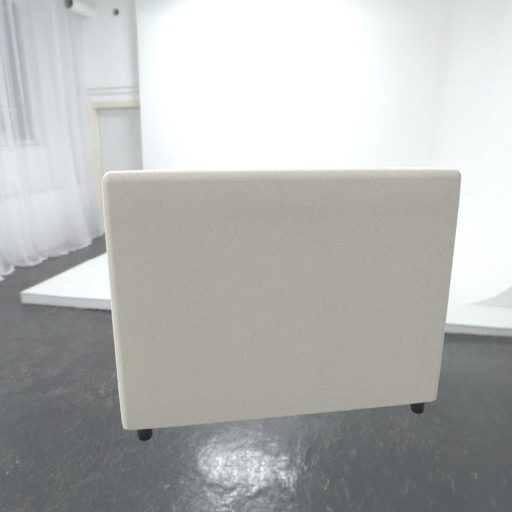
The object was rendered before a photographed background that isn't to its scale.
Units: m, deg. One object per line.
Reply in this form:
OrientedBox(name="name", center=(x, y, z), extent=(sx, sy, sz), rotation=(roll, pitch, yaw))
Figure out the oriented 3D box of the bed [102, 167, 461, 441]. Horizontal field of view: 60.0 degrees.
OrientedBox(name="bed", center=(0.000, 0.000, 3.130), extent=(1.713, 1.330, 2.142), rotation=(-2, 15, -9))
